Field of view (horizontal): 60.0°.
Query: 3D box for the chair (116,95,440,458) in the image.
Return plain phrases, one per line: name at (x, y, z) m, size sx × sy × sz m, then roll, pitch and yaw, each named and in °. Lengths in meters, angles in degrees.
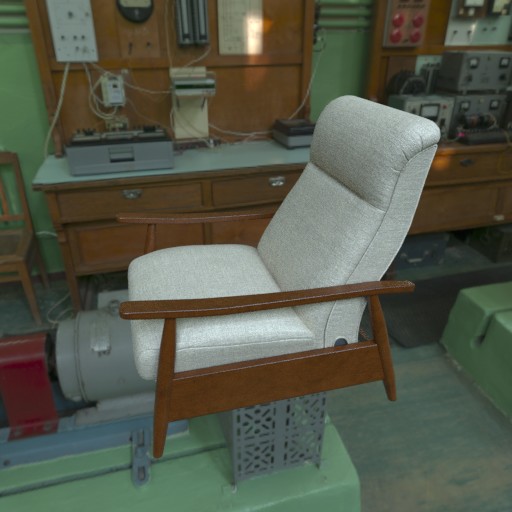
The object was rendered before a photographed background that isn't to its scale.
chair at (0.000, 0.000, 1.716) m, size 1.014 × 1.082 × 0.762 m, roll -8°, pitch 29°, yaw -14°
